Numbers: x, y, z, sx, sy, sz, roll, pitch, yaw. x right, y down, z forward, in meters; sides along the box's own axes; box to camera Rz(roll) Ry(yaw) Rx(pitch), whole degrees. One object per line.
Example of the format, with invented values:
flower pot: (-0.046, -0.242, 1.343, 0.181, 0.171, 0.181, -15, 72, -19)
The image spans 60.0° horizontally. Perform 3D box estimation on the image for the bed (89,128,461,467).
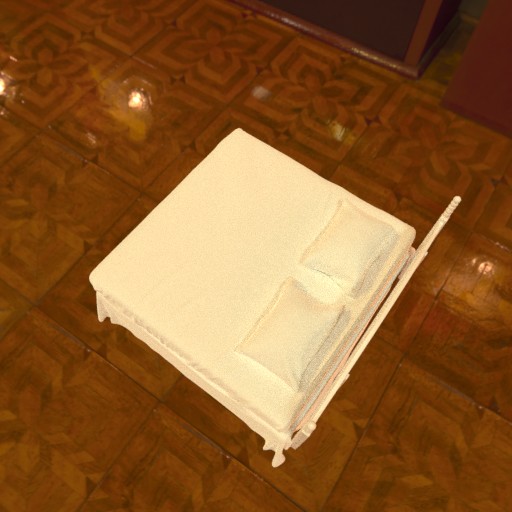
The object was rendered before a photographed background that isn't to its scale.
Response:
bed: (0.000, 0.000, 3.647, 2.219, 1.355, 2.322, 33, 68, 16)
